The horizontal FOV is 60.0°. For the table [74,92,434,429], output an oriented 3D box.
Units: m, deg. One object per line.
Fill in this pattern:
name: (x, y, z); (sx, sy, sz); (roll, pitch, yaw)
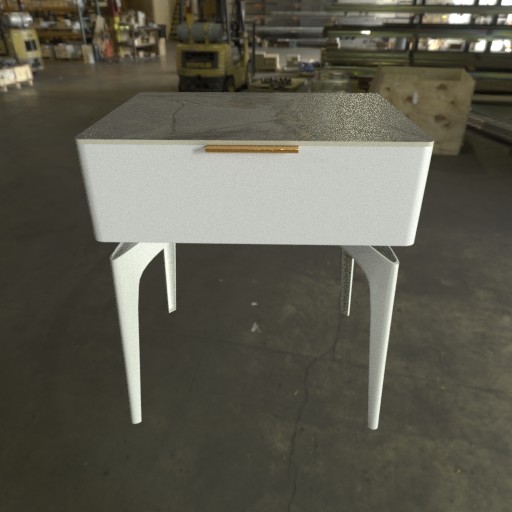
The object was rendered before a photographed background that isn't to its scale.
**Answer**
table: (0.000, 0.000, 0.905); (0.500, 0.570, 0.400); (1, 30, 1)
